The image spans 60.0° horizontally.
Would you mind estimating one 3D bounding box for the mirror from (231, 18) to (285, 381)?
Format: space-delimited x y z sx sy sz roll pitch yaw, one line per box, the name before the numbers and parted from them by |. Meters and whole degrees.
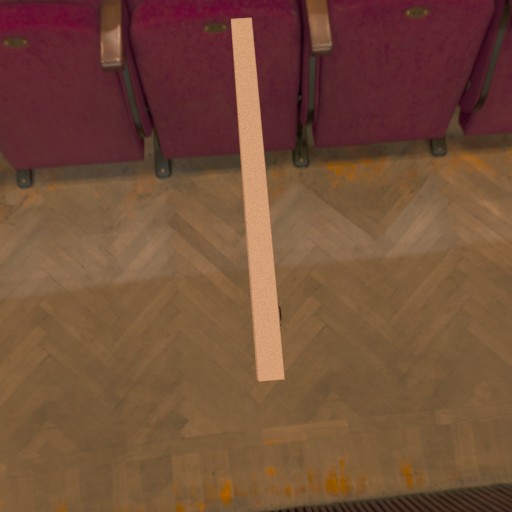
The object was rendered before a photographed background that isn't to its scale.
mirror | 0.000 0.000 1.132 0.041 0.915 0.609 -4 75 -1
